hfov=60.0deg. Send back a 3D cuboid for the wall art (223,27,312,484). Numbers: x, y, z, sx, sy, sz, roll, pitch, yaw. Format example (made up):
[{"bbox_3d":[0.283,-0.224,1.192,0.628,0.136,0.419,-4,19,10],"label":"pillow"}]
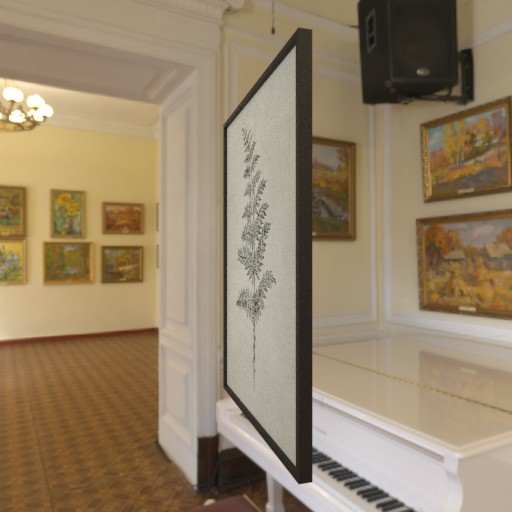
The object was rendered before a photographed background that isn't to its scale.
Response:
[{"bbox_3d":[0.000,0.000,1.426,0.036,1.070,0.802,0,0,-17],"label":"wall art"}]
